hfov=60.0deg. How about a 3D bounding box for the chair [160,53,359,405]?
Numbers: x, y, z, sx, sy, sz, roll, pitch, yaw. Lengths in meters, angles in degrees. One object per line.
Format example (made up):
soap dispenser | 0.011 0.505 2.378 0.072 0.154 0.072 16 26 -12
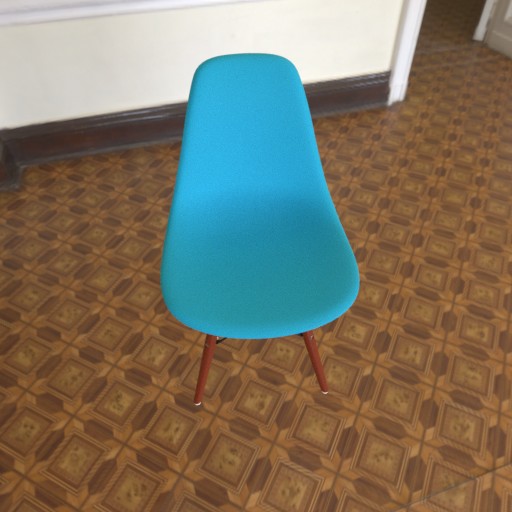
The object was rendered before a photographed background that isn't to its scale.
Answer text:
chair | 0.000 0.000 1.148 0.470 0.826 0.533 -4 45 -4
